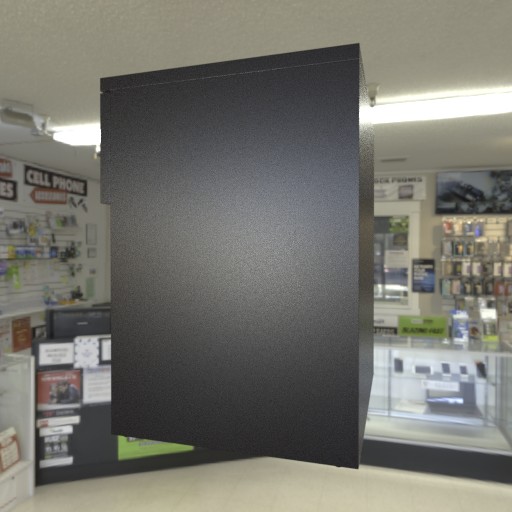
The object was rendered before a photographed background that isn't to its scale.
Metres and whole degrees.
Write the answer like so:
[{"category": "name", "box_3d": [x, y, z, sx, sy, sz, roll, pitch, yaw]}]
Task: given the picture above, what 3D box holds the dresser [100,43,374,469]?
[{"category": "dresser", "box_3d": [0.000, 0.000, 0.730, 0.360, 0.470, 0.400, 0, 1, 17]}]
